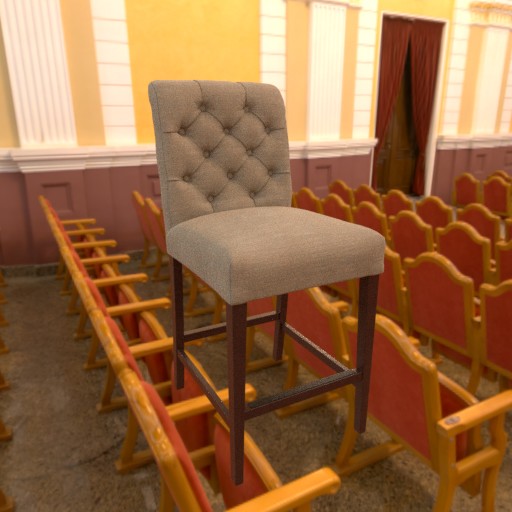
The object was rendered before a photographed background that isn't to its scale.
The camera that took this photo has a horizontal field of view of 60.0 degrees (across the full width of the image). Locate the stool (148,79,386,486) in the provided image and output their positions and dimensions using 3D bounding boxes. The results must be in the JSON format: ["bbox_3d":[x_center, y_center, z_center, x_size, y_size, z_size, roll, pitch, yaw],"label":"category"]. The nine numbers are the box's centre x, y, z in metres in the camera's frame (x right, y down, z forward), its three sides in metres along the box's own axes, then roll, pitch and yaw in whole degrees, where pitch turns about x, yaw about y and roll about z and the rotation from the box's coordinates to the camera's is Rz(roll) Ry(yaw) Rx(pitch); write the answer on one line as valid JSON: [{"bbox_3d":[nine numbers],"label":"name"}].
[{"bbox_3d":[0.000,0.000,1.421,0.486,1.084,0.660,-9,20,-27],"label":"stool"}]
